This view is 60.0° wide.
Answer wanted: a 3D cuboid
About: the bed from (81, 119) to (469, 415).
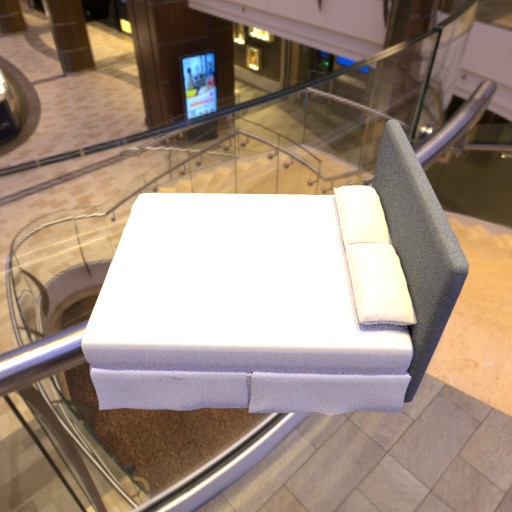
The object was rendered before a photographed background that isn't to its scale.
[{"bbox_3d":[0.000,0.000,3.162,2.142,1.330,1.723,1,42,1],"label":"bed"}]
